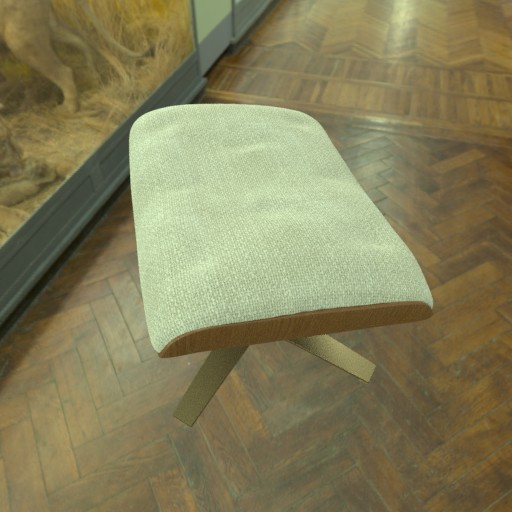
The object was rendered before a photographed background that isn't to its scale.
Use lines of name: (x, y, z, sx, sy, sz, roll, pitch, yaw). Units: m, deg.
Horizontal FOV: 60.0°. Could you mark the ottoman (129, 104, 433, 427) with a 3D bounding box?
ottoman: (0.000, 0.000, 0.804, 0.394, 0.391, 0.520, -10, 46, -10)
